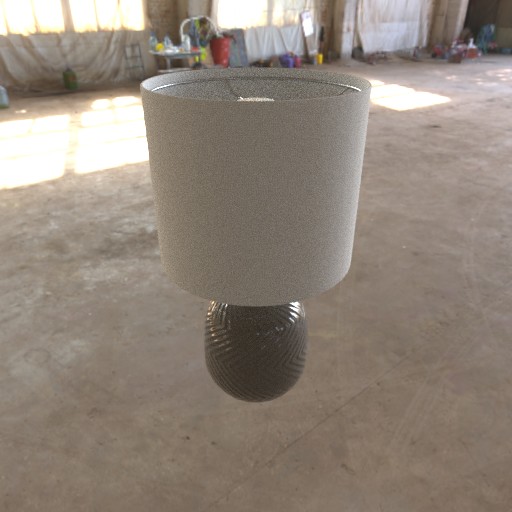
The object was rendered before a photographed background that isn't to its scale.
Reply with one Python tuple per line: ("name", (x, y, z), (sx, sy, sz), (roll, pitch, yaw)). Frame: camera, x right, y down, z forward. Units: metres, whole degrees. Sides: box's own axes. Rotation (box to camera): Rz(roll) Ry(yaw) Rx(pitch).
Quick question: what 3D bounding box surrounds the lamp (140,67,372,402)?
("lamp", (0.000, 0.000, 0.493), (0.207, 0.366, 0.207), (-10, 31, -17))
